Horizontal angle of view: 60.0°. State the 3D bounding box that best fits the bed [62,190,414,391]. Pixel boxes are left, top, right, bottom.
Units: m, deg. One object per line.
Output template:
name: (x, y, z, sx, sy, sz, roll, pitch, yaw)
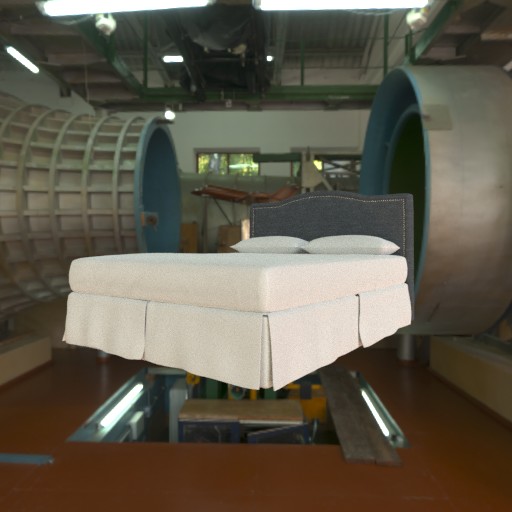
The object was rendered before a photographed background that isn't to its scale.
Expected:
bed: (0.000, 0.000, 4.117, 2.161, 1.457, 2.689, 1, 2, 36)
